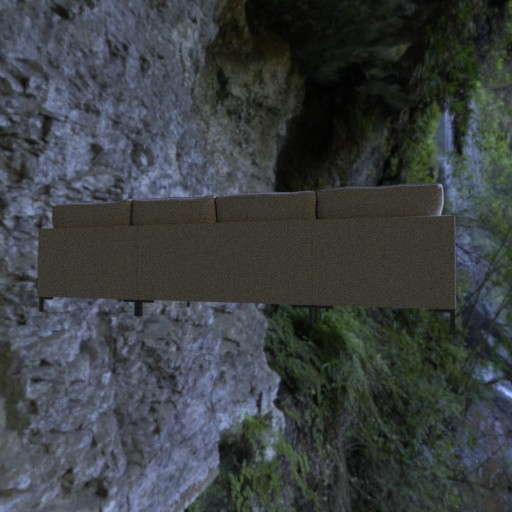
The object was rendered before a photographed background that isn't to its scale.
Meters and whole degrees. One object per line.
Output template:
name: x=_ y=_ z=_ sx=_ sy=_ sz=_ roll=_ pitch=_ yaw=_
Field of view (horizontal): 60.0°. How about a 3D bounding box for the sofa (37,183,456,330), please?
sofa: x=0.000 y=0.000 z=4.281 sx=3.423 sy=0.996 sz=2.021 roll=0 pitch=-1 yaw=19
